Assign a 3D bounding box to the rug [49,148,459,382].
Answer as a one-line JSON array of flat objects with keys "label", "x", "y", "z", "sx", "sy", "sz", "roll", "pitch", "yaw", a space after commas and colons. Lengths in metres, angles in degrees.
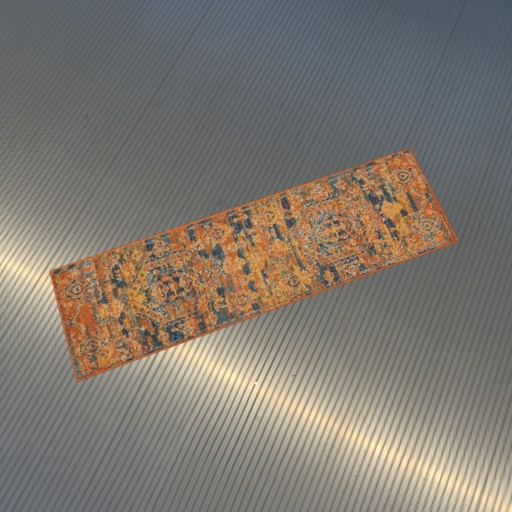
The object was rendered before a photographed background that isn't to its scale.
[{"label": "rug", "x": 0.000, "y": 0.000, "z": 2.549, "sx": 2.274, "sy": 0.016, "sz": 0.651, "roll": -19, "pitch": 75, "yaw": -5}]
